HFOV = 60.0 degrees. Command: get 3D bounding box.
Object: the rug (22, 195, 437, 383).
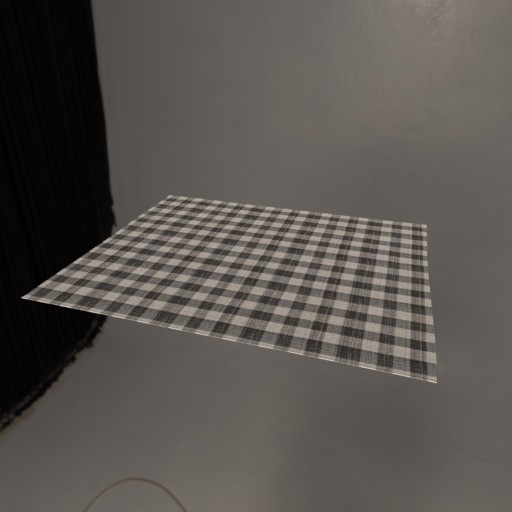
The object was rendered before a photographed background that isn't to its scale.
[{"bbox_3d":[0.000,0.000,4.038,3.021,0.013,2.432,8,29,16],"label":"rug"}]
